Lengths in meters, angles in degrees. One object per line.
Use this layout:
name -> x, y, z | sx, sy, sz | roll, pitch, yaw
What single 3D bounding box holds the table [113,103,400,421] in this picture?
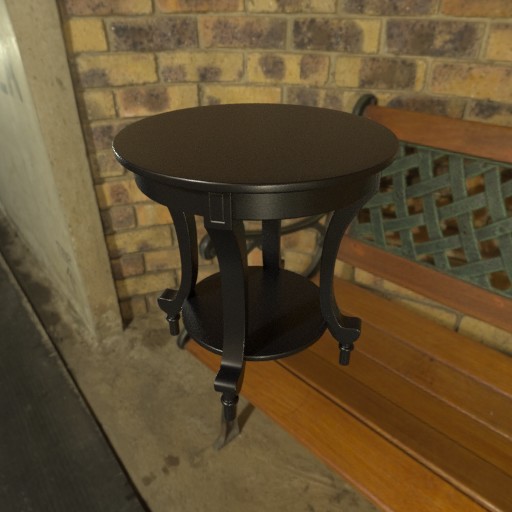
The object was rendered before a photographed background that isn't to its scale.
table -> 0.000, 0.000, 1.112 | 0.597, 0.618, 0.597 | 0, 31, 0
